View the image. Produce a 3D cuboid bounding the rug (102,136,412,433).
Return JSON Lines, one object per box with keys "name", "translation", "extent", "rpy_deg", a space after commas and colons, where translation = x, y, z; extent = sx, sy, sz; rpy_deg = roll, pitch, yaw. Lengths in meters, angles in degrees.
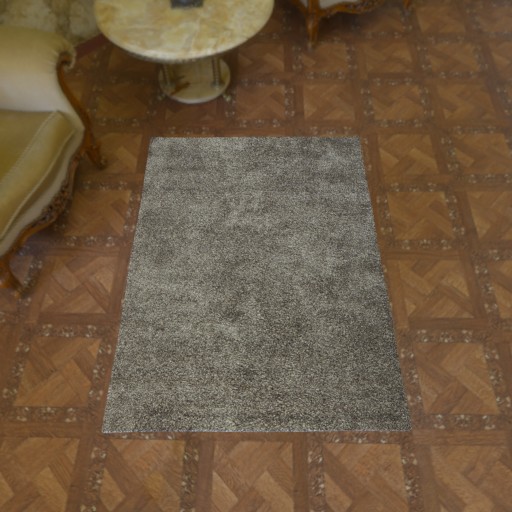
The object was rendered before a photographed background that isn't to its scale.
{"name": "rug", "translation": [0.000, 0.000, 2.135], "extent": [1.198, 0.025, 1.601], "rpy_deg": [0, 58, 0]}
